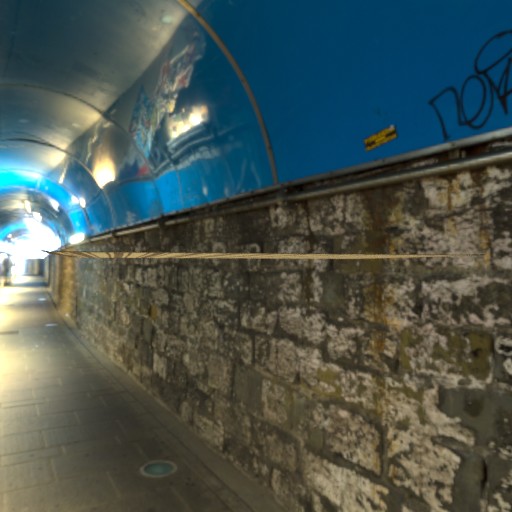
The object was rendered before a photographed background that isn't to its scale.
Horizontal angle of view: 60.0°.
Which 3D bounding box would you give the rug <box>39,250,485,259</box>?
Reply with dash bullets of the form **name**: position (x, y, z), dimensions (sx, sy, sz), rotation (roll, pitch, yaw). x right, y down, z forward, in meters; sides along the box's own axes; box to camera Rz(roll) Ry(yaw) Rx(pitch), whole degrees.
- **rug**: position (0.000, 0.000, 2.536), dimensions (2.096, 0.011, 1.229), rotation (0, -1, -17)
